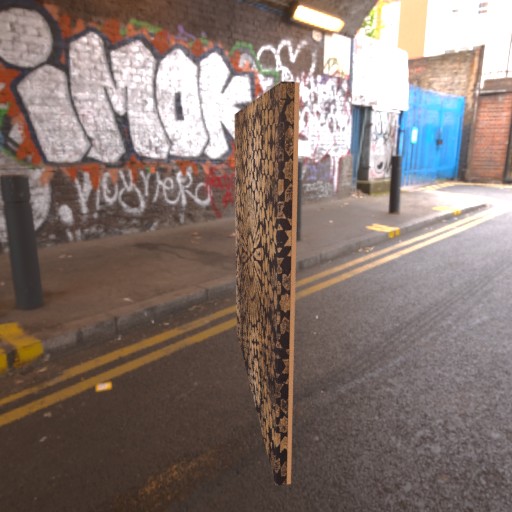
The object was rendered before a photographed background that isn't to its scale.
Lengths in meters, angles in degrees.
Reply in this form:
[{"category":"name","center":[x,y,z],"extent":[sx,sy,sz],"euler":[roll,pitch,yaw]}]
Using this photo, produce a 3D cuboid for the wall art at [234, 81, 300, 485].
[{"category":"wall art","center":[0.000,0.000,1.396],"extent":[0.038,0.914,0.914],"euler":[-2,14,-8]}]
